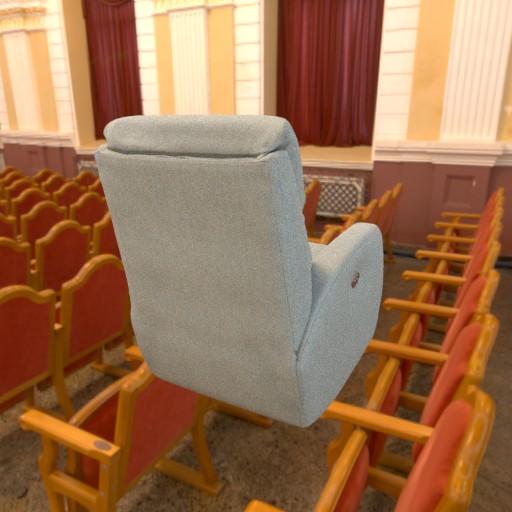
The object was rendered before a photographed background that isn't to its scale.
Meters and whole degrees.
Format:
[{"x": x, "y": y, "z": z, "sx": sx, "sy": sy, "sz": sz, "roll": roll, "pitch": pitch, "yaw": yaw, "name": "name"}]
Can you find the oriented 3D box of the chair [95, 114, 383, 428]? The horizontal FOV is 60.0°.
[{"x": 0.000, "y": 0.000, "z": 1.675, "sx": 0.794, "sy": 1.016, "sz": 0.940, "roll": 9, "pitch": 20, "yaw": 27, "name": "chair"}]
